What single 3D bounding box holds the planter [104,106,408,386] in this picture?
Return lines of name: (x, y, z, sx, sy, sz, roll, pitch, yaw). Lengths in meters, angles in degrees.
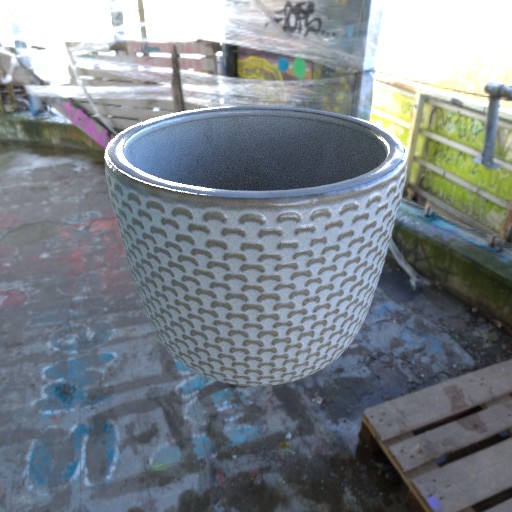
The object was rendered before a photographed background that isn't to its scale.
planter: (0.000, 0.000, 0.300, 0.173, 0.160, 0.173, 0, 31, 0)
